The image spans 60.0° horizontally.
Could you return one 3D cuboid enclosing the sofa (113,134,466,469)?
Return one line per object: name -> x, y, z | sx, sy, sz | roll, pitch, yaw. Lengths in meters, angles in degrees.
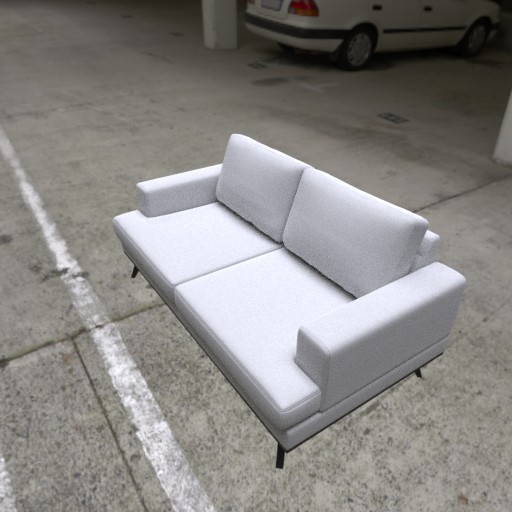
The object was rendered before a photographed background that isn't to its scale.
sofa -> 0.000, 0.000, 2.188 | 0.920, 0.810, 1.650 | -20, 37, -28
